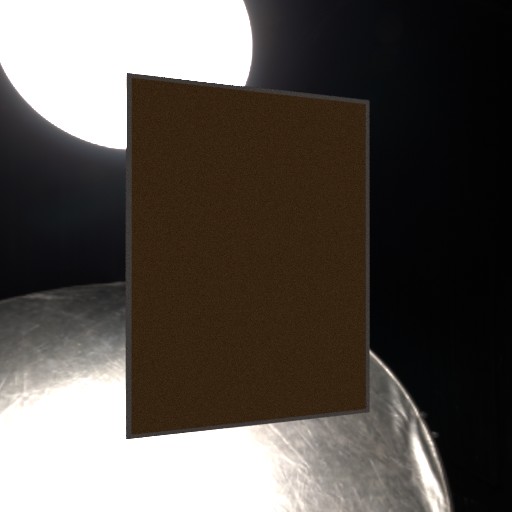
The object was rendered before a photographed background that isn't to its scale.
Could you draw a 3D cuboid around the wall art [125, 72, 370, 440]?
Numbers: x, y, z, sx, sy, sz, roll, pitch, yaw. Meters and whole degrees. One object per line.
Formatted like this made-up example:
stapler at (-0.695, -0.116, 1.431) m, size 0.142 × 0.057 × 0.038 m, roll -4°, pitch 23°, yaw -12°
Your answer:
wall art at (0.000, 0.000, 1.622) m, size 0.914 × 1.221 × 0.046 m, roll 0°, pitch 0°, yaw -17°
